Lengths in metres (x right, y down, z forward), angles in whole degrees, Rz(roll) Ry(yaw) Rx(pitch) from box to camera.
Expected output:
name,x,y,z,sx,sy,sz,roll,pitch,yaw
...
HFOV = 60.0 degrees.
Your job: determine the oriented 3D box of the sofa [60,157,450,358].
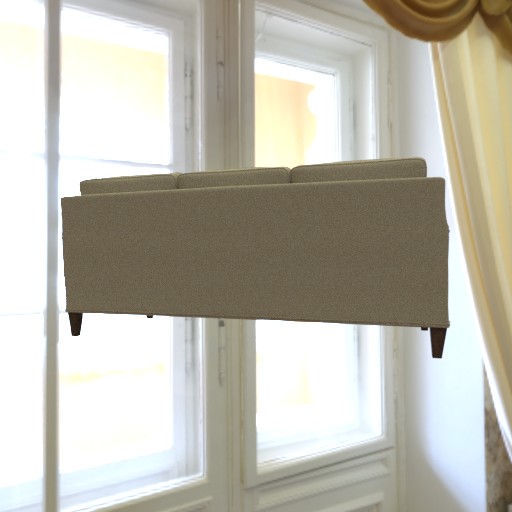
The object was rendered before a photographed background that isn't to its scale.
name,x,y,z,sx,sy,sz,roll,pitch,yaw
sofa,0.000,0.000,2.861,2.246,1.003,1.084,0,-1,17
